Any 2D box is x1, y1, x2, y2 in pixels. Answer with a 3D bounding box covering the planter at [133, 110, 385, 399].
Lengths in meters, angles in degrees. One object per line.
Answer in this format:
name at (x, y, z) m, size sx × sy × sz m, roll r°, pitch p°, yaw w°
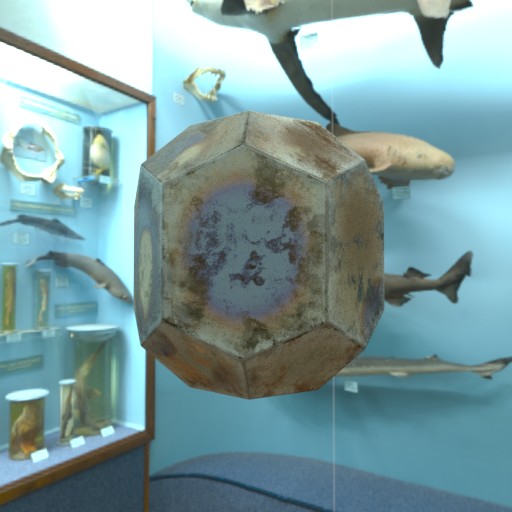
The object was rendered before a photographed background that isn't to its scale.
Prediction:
planter at (0.000, 0.000, 0.430) m, size 0.221 × 0.238 × 0.243 m, roll -1°, pitch -2°, yaw 35°
